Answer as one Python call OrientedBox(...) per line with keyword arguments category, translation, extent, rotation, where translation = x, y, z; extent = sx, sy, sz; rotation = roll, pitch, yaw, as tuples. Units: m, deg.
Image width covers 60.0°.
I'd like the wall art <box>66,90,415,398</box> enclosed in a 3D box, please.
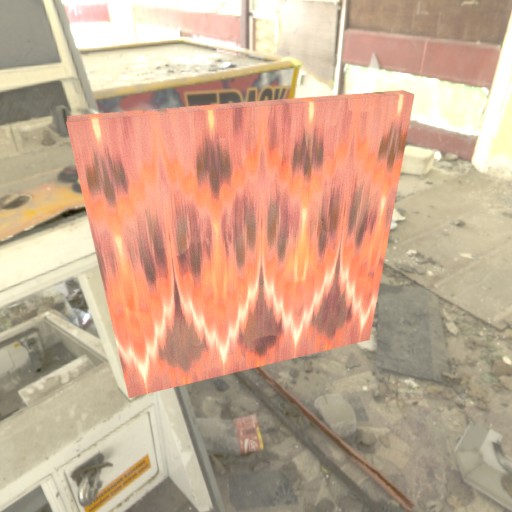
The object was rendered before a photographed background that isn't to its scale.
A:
OrientedBox(category="wall art", translation=(0.000, 0.000, 0.912), extent=(0.603, 0.609, 0.037), rotation=(-10, 34, -15))
